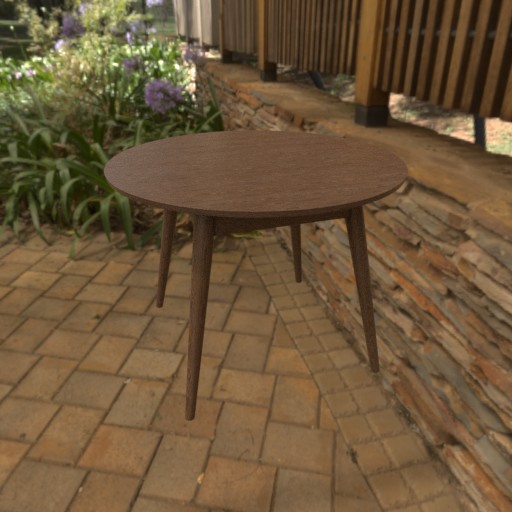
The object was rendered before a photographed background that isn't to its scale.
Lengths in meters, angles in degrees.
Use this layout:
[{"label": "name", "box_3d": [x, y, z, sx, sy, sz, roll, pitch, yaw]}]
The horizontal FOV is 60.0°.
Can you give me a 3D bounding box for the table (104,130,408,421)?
[{"label": "table", "box_3d": [0.000, 0.000, 1.783, 1.053, 0.786, 1.053, 0, 27, 0]}]
